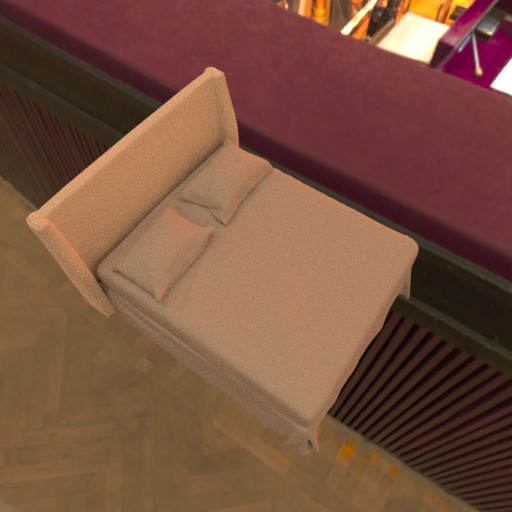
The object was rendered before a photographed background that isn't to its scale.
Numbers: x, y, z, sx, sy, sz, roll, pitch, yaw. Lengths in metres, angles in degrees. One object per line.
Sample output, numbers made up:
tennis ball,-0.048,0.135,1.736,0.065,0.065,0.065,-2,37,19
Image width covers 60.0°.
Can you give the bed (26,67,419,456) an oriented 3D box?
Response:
bed,0.000,0.000,3.419,2.276,1.332,1.925,31,64,18
